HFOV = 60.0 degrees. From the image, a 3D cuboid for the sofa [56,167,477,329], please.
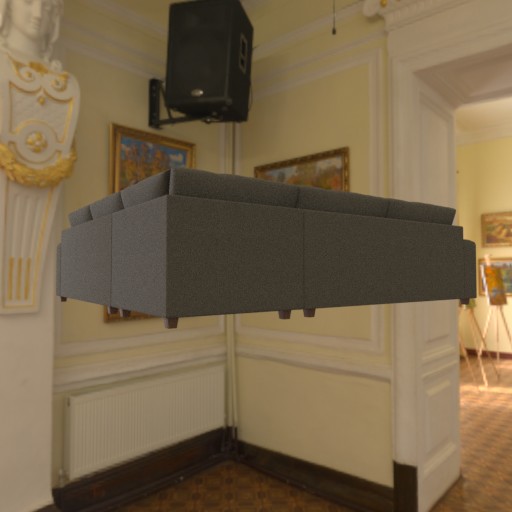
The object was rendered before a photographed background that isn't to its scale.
[{"bbox_3d":[0.000,0.000,4.593,3.277,0.965,2.895,1,-2,-35],"label":"sofa"}]
